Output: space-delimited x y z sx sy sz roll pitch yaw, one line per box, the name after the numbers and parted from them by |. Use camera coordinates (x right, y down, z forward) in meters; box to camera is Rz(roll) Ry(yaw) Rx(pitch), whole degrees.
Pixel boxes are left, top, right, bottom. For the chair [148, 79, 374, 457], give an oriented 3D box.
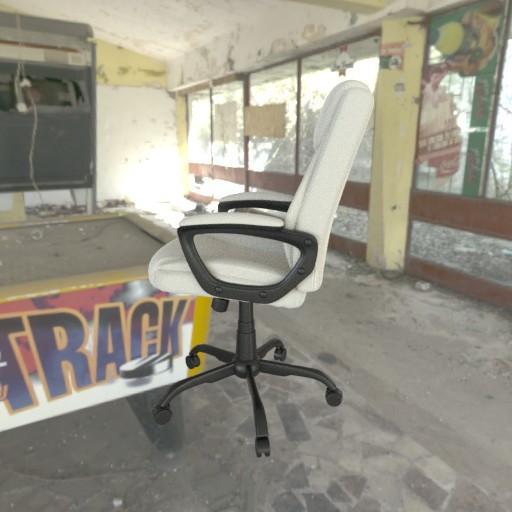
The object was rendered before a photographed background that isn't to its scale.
0.000 0.000 1.479 0.669 1.065 0.663 2 15 8 | chair
